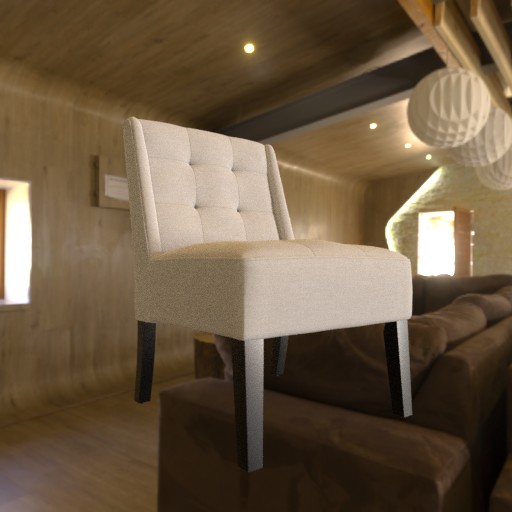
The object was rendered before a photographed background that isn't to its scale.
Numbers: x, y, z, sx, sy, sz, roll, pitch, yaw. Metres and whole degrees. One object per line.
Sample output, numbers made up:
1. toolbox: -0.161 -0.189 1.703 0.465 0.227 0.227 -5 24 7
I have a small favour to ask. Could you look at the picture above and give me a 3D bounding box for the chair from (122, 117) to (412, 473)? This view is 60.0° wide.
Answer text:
1. chair: 0.000 0.000 1.273 0.569 0.853 0.676 1 -1 -37
